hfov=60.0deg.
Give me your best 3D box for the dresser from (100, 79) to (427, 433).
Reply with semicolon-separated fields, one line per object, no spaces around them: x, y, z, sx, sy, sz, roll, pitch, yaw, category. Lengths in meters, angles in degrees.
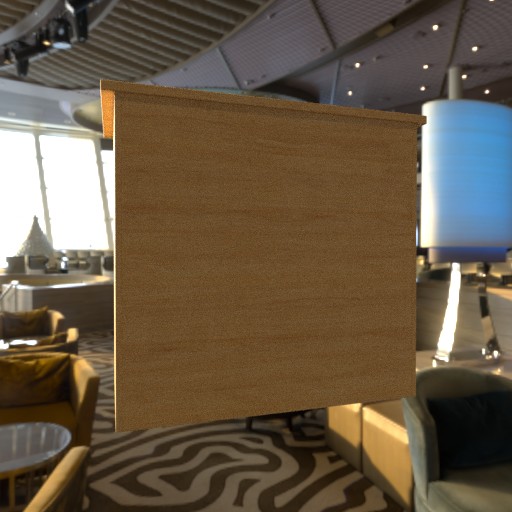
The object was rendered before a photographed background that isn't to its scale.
0.000;0.000;1.226;0.800;0.730;0.410;0;1;-18;dresser
